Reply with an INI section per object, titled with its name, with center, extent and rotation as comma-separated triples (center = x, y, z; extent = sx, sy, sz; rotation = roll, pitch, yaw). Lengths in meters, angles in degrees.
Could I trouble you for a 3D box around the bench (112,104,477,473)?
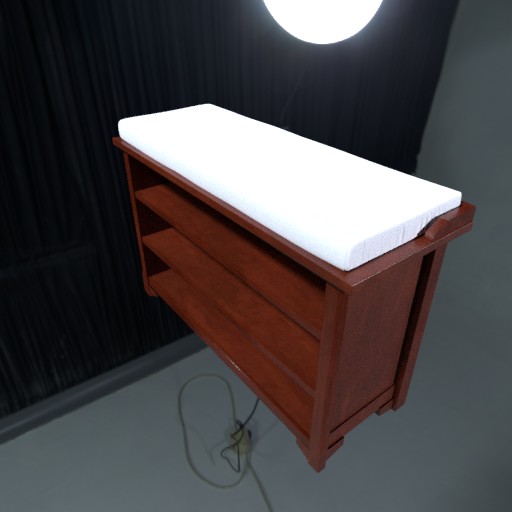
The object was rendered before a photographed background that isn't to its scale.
[bench]
center = 0.000, 0.000, 1.284
extent = 0.369, 0.646, 0.987
rotation = -22, 39, -31
